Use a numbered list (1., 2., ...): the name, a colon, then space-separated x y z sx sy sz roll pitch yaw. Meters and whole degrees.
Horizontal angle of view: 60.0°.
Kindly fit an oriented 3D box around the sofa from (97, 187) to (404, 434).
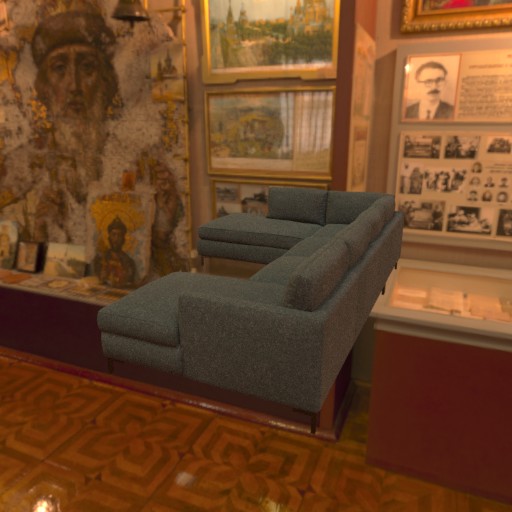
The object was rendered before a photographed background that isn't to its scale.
1. sofa: 0.000 0.000 3.709 2.007 0.813 2.956 7 18 24
